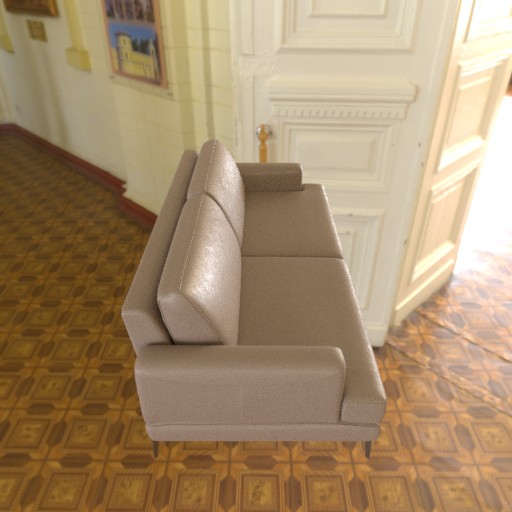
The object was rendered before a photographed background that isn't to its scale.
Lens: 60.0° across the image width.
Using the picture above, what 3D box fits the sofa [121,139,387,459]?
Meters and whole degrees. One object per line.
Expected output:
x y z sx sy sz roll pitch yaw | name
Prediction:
0.000 0.000 2.397 0.974 0.765 1.940 0 33 0 | sofa
